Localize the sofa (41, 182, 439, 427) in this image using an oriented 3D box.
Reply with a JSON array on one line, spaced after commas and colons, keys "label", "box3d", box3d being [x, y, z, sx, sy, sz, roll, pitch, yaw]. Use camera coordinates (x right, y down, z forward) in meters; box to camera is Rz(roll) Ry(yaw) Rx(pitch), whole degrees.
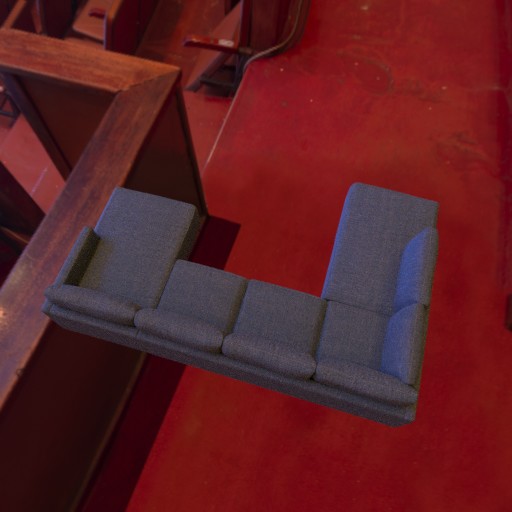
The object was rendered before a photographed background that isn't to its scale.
[{"label": "sofa", "box3d": [0.000, 0.000, 3.558, 2.737, 0.753, 1.879, 15, 65, 7]}]
